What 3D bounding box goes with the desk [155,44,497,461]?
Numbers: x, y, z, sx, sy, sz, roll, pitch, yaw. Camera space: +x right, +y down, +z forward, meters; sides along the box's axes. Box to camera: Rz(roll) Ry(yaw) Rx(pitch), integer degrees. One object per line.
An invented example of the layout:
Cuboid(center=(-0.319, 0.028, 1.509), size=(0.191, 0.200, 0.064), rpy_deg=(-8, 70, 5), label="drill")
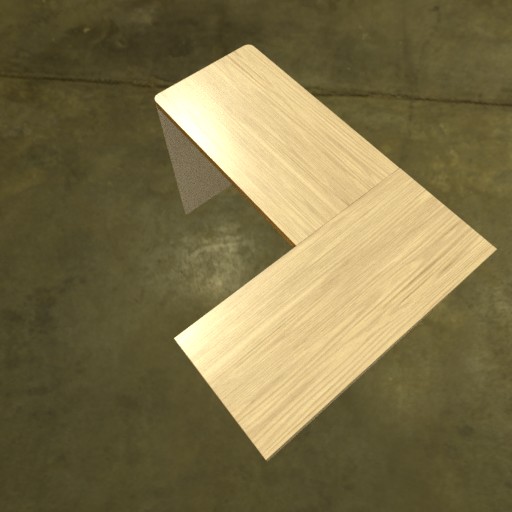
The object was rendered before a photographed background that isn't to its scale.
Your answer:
Cuboid(center=(0.000, 0.000, 1.734), size=(0.900, 0.760, 1.170), rpy_deg=(-36, 69, -16), label="desk")
